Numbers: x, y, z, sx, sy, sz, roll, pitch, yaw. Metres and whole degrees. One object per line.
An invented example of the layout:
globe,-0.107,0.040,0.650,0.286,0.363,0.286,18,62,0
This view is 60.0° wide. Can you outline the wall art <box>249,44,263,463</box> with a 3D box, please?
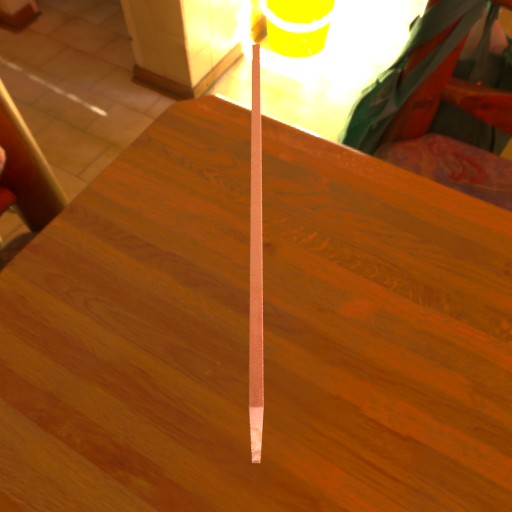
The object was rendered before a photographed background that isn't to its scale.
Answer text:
wall art,0.000,0.000,1.935,0.038,1.012,1.525,0,58,0
